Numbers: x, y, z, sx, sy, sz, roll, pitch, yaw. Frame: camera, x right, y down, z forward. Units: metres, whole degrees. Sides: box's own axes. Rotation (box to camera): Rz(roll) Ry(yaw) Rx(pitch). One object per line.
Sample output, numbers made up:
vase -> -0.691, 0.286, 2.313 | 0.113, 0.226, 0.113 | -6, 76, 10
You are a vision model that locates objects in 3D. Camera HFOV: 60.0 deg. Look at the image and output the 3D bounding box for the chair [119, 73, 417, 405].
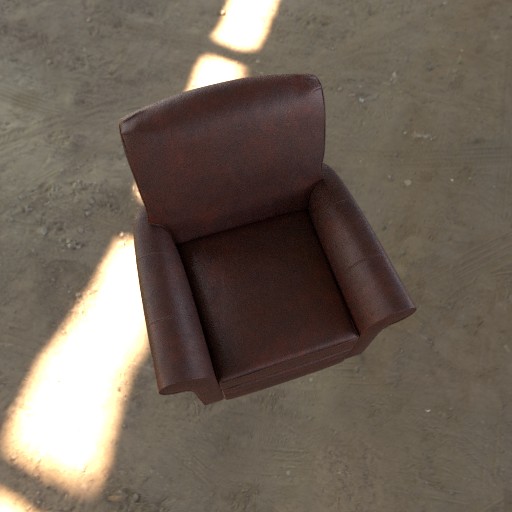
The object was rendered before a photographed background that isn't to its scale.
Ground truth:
chair -> 0.000, 0.000, 1.827 | 0.978, 1.061, 0.902 | -16, 64, -8
